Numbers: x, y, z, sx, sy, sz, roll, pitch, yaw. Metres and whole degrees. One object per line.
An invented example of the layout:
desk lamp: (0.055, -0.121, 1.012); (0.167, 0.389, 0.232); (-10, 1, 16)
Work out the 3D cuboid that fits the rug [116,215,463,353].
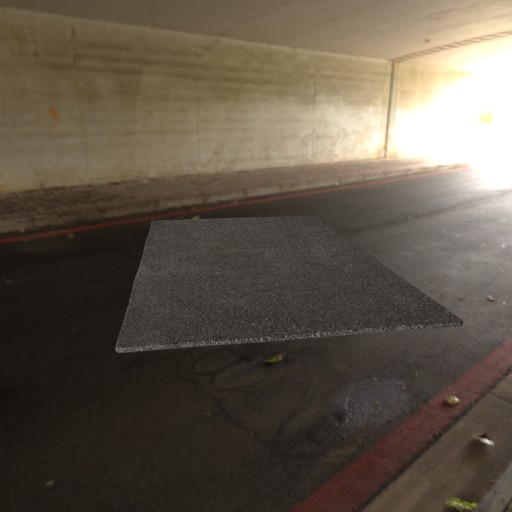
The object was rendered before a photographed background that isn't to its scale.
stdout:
rug: (0.000, 0.000, 2.962); (1.502, 0.025, 2.350); (-3, 17, -9)
